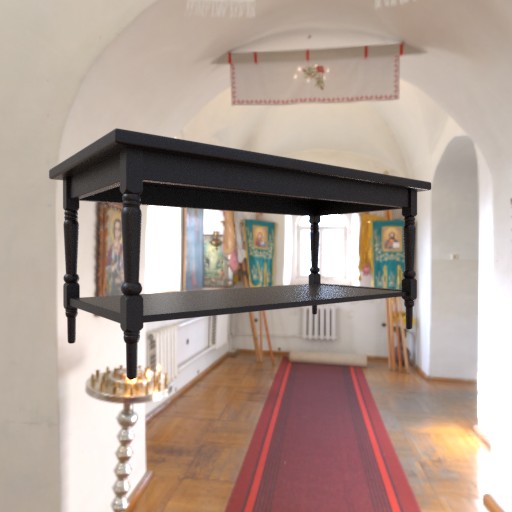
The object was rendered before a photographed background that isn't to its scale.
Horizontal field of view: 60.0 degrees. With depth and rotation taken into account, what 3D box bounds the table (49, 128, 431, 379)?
[{"bbox_3d":[0.000,0.000,1.418,1.107,0.510,0.550,0,1,-37],"label":"table"}]
